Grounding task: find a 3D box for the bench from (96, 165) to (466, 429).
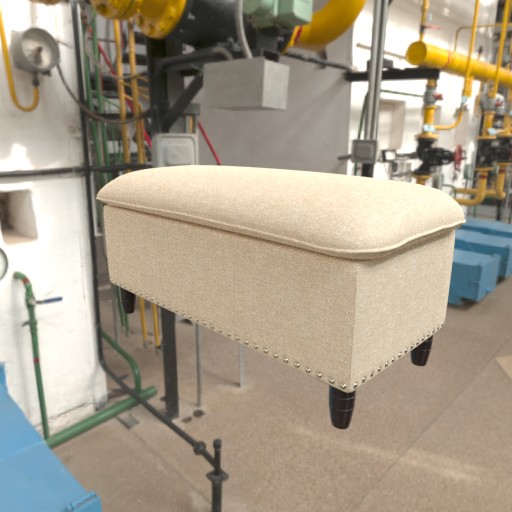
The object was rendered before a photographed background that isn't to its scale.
[{"bbox_3d":[0.000,0.000,1.255,0.991,0.483,0.483,15,21,43],"label":"bench"}]
